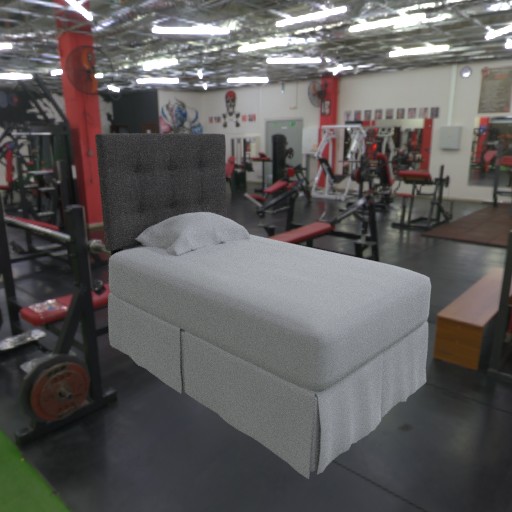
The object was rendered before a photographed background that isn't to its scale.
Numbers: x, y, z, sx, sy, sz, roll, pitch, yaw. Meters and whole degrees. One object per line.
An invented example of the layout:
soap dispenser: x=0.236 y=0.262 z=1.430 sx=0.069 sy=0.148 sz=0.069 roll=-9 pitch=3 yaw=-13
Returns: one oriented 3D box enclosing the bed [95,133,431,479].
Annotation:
bed: x=0.000 y=0.000 z=2.940 sx=1.997 sy=1.571 sz=1.261 roll=14 pitch=21 yaw=42
